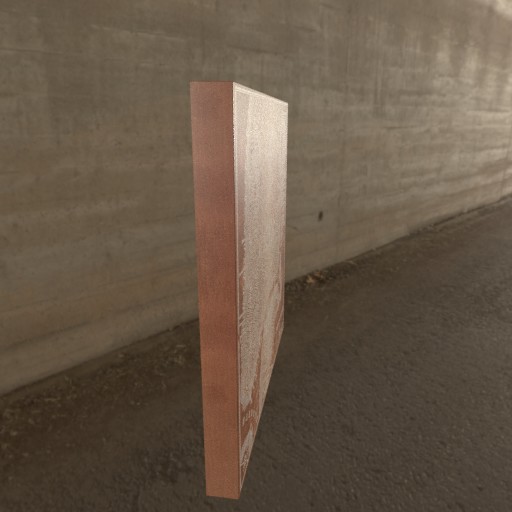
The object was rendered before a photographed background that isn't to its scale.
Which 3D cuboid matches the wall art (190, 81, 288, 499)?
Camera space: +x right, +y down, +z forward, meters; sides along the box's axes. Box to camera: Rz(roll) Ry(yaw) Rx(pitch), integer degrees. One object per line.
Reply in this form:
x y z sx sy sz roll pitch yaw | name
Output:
0.000 0.000 0.590 0.035 0.403 0.403 3 17 9 | wall art
